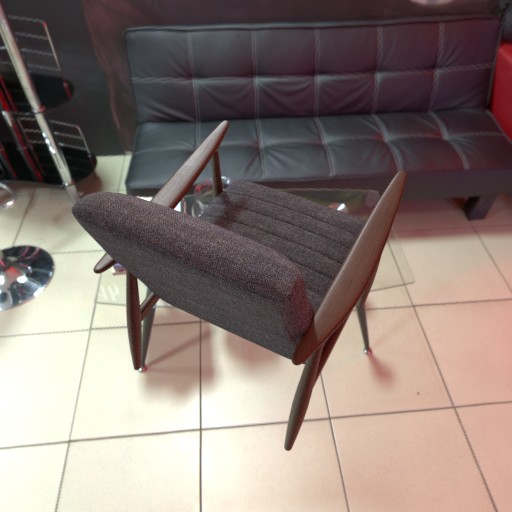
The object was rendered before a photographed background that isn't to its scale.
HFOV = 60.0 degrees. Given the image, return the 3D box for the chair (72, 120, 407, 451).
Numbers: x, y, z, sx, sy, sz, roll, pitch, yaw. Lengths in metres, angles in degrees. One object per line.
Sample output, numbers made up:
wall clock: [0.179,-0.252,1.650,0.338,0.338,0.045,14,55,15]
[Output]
chair: [0.000,0.000,1.438,0.741,0.832,0.798,21,51,18]
